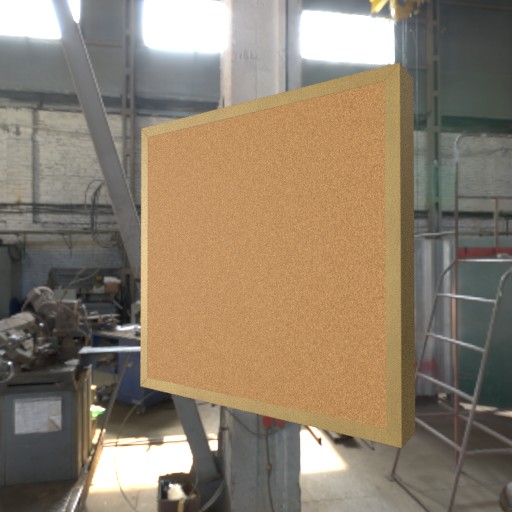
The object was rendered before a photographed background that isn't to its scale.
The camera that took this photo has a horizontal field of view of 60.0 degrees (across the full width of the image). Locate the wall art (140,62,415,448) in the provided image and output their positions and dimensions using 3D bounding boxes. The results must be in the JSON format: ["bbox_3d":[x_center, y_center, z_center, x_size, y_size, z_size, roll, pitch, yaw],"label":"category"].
[{"bbox_3d":[0.000,0.000,0.452,0.305,0.305,0.038,-1,-1,35],"label":"wall art"}]
